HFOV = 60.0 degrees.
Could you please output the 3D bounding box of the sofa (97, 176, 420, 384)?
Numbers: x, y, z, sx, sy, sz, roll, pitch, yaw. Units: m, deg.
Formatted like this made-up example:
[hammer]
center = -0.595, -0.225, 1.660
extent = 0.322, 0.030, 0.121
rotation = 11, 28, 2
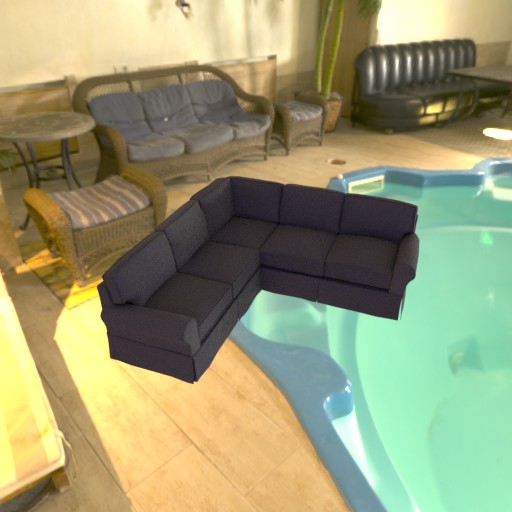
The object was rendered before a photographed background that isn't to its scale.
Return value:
[sofa]
center = 0.000, 0.000, 5.219
extent = 3.773, 1.169, 2.874
rotation = -21, 36, -31
